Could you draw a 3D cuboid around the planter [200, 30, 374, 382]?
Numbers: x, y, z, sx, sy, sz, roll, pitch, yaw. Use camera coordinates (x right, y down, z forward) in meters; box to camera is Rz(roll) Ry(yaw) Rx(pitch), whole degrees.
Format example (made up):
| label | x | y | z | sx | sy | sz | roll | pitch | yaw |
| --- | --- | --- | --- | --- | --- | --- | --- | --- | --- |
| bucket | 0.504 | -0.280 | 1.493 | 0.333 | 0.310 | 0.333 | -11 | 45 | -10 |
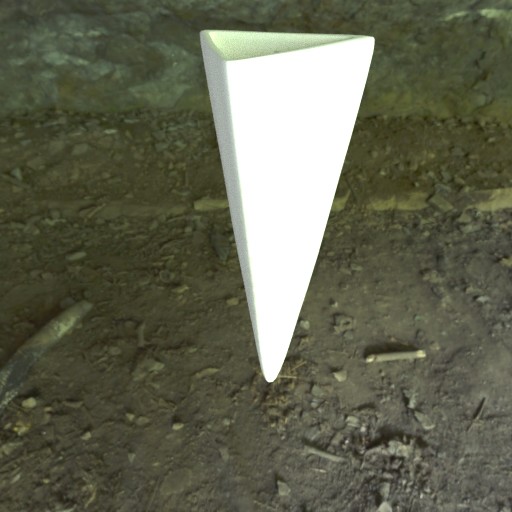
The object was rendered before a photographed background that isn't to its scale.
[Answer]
| label | x | y | z | sx | sy | sz | roll | pitch | yaw |
| --- | --- | --- | --- | --- | --- | --- | --- | --- | --- |
| planter | 0.000 | 0.000 | 0.378 | 0.143 | 0.338 | 0.065 | 18 | 34 | 29 |
